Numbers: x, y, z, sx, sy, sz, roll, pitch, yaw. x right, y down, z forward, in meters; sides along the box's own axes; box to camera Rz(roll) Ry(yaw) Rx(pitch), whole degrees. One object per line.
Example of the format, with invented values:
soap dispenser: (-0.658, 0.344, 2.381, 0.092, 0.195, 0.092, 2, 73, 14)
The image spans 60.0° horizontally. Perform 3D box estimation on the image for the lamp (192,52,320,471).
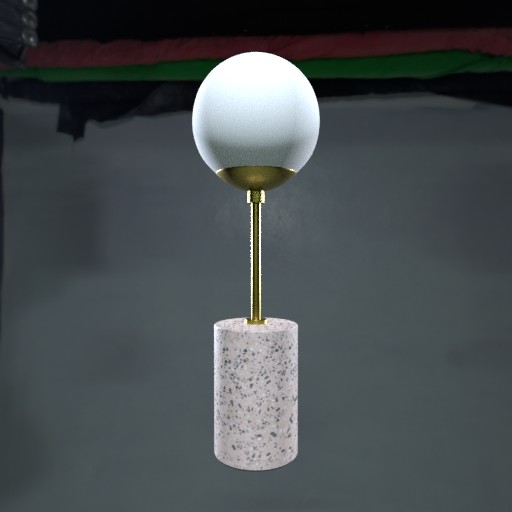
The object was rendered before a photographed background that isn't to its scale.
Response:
lamp: (0.000, 0.000, 0.542, 0.153, 0.480, 0.153, 0, 1, 0)
